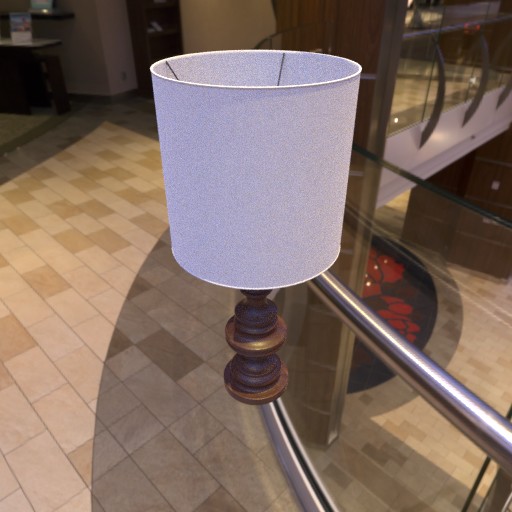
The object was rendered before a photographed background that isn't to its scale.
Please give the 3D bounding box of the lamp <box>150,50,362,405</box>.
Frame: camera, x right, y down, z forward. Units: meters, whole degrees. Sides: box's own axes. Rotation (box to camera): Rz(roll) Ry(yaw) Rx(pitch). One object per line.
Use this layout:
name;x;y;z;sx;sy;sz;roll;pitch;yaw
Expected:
lamp;0.000;0.000;0.568;0.208;0.455;0.208;-1;32;-1
